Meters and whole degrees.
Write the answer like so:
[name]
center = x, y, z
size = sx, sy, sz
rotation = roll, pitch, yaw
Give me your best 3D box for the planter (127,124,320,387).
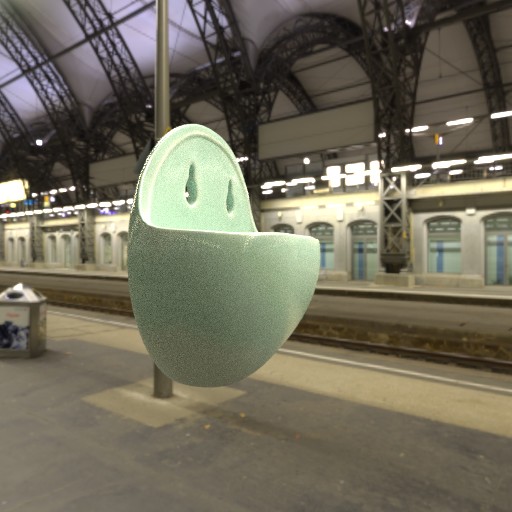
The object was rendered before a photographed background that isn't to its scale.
[planter]
center = 0.000, 0.000, 0.281
size = 0.073, 0.164, 0.189
rotation = 0, 0, 17
